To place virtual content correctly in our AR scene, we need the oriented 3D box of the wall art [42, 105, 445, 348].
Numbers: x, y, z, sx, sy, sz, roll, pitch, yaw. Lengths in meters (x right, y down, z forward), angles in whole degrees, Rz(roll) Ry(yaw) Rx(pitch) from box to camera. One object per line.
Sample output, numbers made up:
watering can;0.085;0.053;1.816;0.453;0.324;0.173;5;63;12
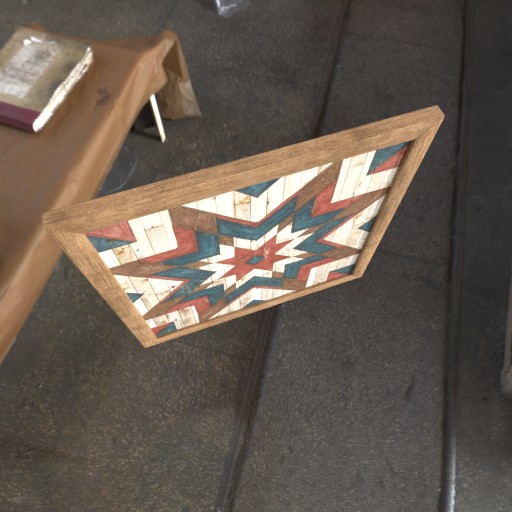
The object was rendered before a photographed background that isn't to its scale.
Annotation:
wall art;0.000;0.000;1.042;0.695;0.691;0.029;-17;64;-9
